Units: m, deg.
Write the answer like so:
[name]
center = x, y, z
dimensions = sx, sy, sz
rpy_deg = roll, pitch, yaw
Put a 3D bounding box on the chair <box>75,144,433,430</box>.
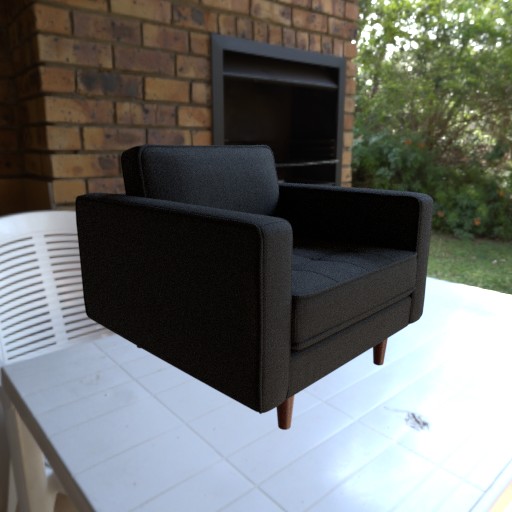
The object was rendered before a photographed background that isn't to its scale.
[chair]
center = 0.000, 0.000, 1.575
dimensions = 0.919, 0.770, 0.899
rpy_deg = 13, 19, 43
